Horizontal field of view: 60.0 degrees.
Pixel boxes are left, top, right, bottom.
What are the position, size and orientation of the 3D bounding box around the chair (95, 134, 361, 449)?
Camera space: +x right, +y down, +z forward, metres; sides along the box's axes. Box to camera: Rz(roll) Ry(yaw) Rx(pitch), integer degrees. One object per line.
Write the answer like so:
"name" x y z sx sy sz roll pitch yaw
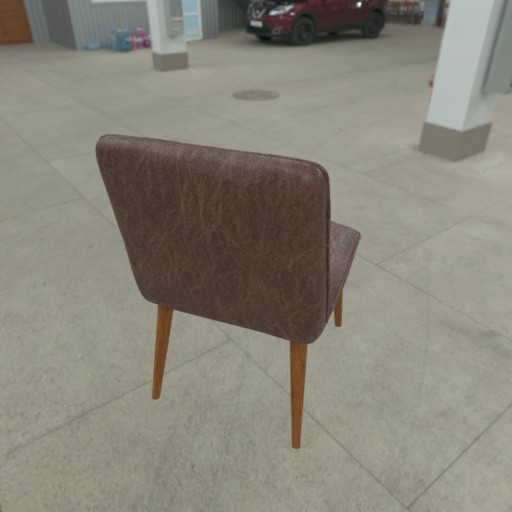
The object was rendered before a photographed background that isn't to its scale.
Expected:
"chair" 0.000 0.000 1.251 0.543 0.803 0.645 9 34 14
